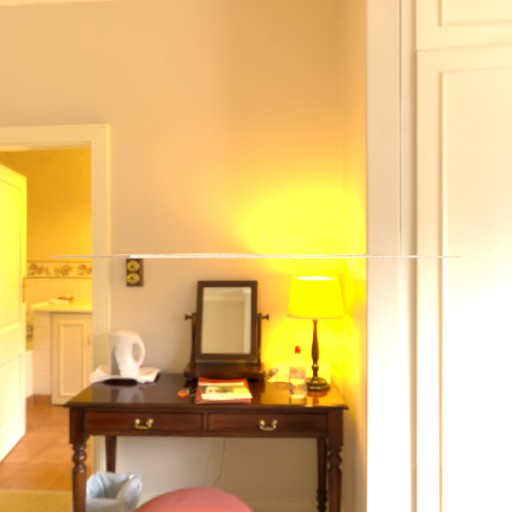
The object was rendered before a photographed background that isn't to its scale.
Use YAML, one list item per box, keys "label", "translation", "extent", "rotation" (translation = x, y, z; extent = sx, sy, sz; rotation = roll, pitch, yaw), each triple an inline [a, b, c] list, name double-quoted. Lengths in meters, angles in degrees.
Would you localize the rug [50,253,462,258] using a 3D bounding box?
- label: "rug"
  translation: [0.000, 0.000, 3.181]
  extent: [2.438, 0.026, 1.706]
  rotation: [0, 0, -35]
